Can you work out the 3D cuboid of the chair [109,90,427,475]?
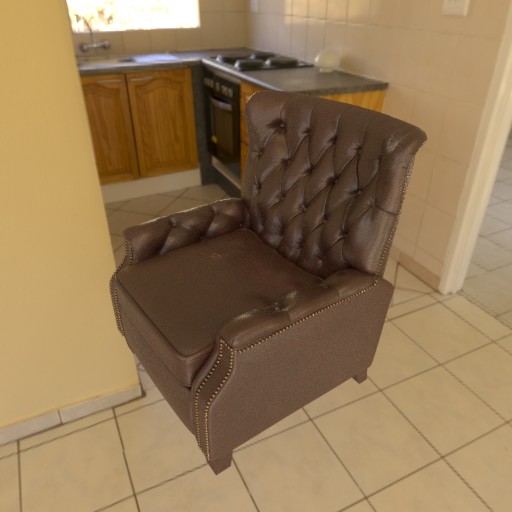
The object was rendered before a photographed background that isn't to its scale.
[{"bbox_3d":[0.000,0.000,1.439,0.823,0.864,0.709,-21,37,-30],"label":"chair"}]
